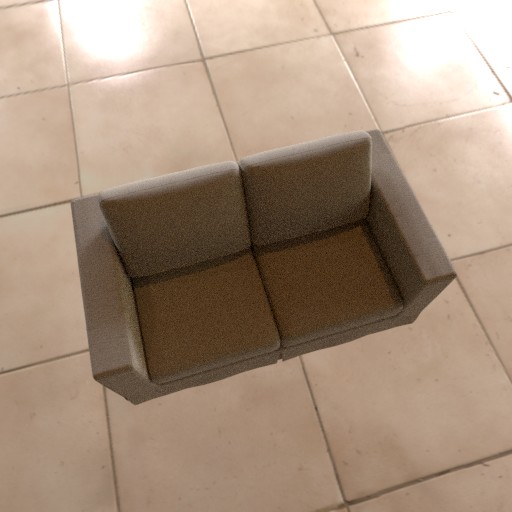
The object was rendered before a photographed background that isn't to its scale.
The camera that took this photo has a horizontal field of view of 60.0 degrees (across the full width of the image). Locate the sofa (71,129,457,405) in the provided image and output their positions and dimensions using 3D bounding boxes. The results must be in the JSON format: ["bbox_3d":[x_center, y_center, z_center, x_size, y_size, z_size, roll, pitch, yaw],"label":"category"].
[{"bbox_3d":[0.000,0.000,2.459,1.813,0.932,1.009,-15,65,-7],"label":"sofa"}]
